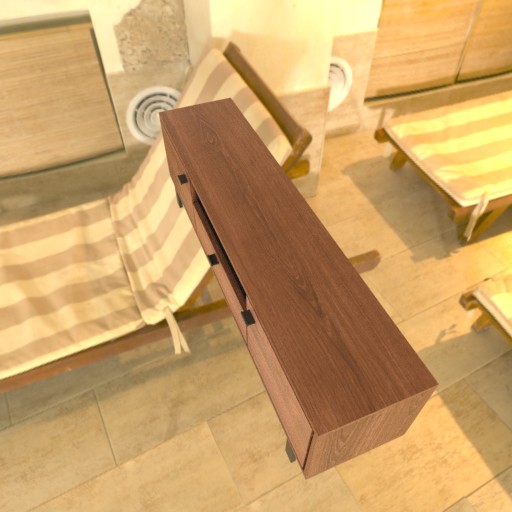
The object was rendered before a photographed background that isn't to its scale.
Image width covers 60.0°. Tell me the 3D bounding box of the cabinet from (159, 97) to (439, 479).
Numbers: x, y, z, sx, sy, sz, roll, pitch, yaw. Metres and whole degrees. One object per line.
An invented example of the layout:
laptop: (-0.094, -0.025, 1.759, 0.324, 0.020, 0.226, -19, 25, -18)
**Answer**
cabinet: (0.000, 0.000, 1.847, 0.400, 0.500, 1.650, -17, 51, -15)
